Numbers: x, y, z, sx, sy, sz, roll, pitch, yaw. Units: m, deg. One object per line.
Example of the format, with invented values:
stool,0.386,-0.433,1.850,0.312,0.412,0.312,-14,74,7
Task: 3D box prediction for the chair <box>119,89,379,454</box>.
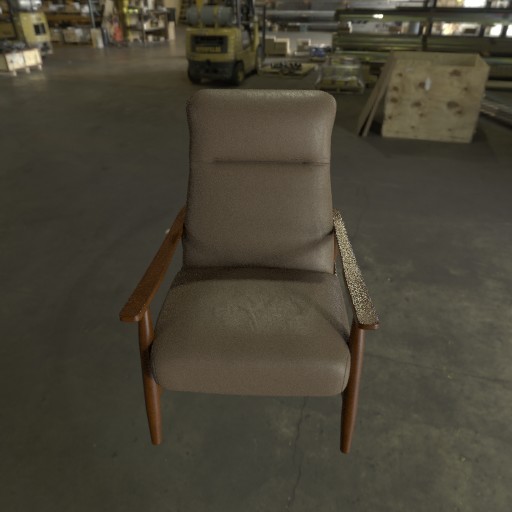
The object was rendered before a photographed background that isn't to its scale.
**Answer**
chair,0.000,0.000,1.758,0.762,1.082,1.014,1,31,2
